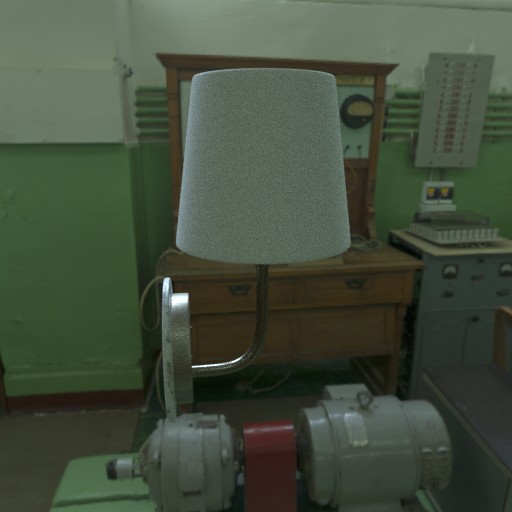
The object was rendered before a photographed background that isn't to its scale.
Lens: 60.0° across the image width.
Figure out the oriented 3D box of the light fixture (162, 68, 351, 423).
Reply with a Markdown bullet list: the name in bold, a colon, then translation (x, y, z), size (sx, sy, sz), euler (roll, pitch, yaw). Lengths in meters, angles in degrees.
- **light fixture**: translation (0.000, 0.000, 0.449), size (0.188, 0.337, 0.168), euler (-2, 15, -9)
